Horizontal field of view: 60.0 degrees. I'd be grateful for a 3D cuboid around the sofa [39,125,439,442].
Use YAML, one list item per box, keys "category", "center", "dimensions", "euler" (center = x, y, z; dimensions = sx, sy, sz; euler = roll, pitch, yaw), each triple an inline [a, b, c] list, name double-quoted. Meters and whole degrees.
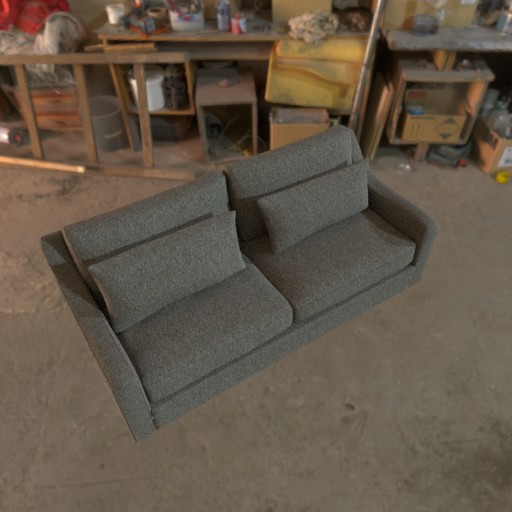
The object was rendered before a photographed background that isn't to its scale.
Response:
- category: "sofa"
  center: [0.000, 0.000, 3.012]
  dimensions: [2.418, 0.998, 1.103]
  euler: [-24, 51, -22]
